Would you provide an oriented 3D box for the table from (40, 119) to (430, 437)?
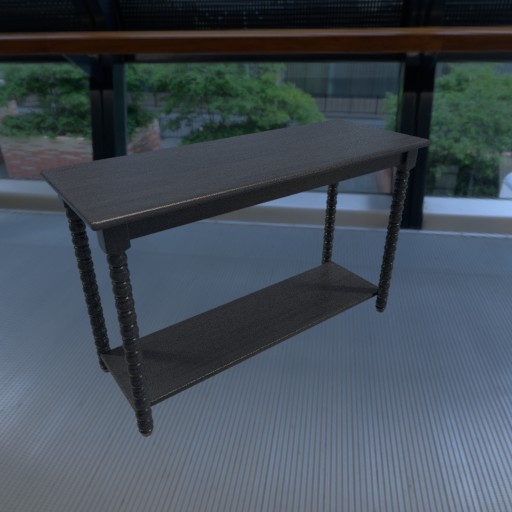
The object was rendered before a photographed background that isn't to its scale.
[{"bbox_3d":[0.000,0.000,1.568,1.184,0.735,0.459,-19,34,-31],"label":"table"}]
